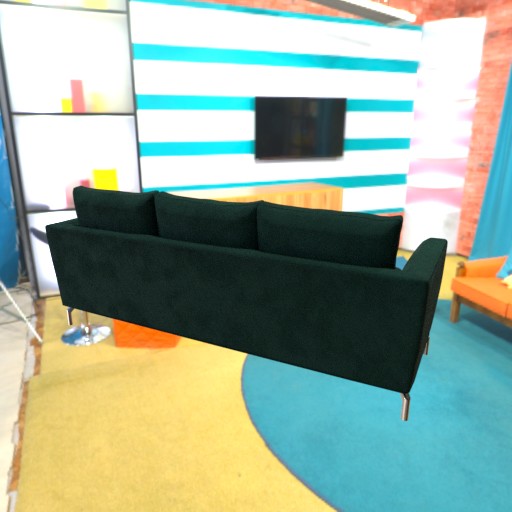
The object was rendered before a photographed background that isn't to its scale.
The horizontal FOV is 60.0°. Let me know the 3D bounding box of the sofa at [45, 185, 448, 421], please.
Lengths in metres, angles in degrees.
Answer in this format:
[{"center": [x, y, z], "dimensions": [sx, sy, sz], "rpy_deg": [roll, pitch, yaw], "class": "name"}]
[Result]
[{"center": [0.000, 0.000, 3.121], "dimensions": [2.441, 1.007, 1.489], "rpy_deg": [8, 18, 26], "class": "sofa"}]
